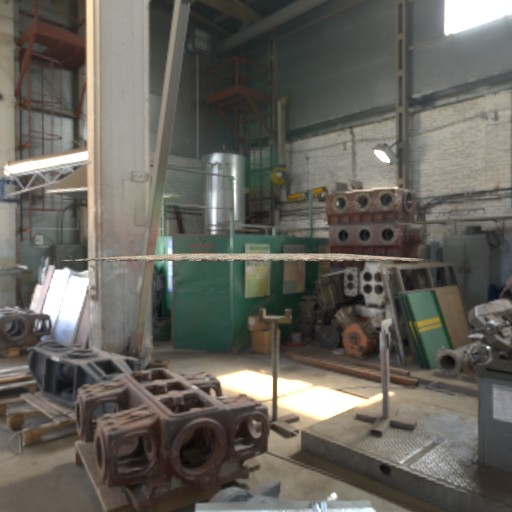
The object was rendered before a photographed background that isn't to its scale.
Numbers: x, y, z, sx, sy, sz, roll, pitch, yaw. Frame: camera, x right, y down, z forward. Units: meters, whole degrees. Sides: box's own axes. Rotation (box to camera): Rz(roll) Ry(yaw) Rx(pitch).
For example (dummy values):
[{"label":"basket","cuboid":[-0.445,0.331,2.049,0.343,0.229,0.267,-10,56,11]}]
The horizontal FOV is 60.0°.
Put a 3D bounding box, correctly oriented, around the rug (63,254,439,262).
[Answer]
[{"label":"rug","cuboid":[0.000,0.000,2.985,1.524,0.011,2.438,0,1,1]}]
